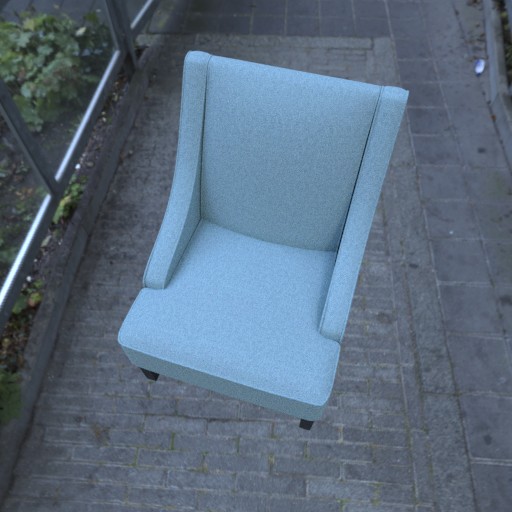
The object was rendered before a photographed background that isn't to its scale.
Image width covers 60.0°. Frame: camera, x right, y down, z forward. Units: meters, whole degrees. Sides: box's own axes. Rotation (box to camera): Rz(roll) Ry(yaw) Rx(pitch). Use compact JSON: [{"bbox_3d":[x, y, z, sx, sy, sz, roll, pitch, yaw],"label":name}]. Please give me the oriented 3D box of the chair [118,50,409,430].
[{"bbox_3d":[0.000,0.000,1.862,0.857,1.133,1.025,15,57,10],"label":"chair"}]
